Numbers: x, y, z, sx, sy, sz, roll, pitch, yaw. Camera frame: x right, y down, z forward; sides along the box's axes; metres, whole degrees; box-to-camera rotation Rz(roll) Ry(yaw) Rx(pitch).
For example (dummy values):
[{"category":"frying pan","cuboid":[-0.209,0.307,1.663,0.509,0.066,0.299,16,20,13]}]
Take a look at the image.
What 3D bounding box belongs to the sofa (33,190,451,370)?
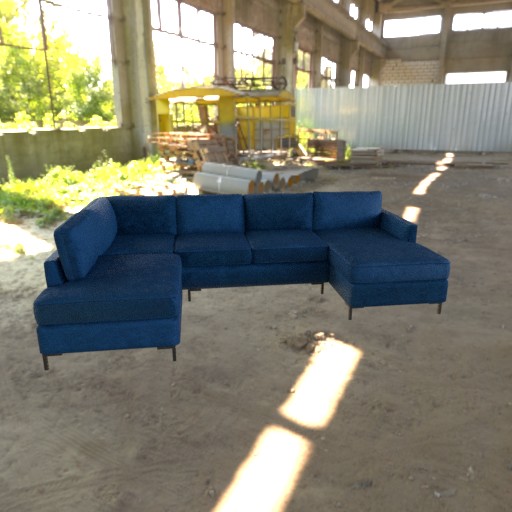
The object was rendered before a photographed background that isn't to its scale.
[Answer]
[{"category":"sofa","cuboid":[0.000,0.000,4.245,3.434,0.992,2.055,-2,17,-8]}]
